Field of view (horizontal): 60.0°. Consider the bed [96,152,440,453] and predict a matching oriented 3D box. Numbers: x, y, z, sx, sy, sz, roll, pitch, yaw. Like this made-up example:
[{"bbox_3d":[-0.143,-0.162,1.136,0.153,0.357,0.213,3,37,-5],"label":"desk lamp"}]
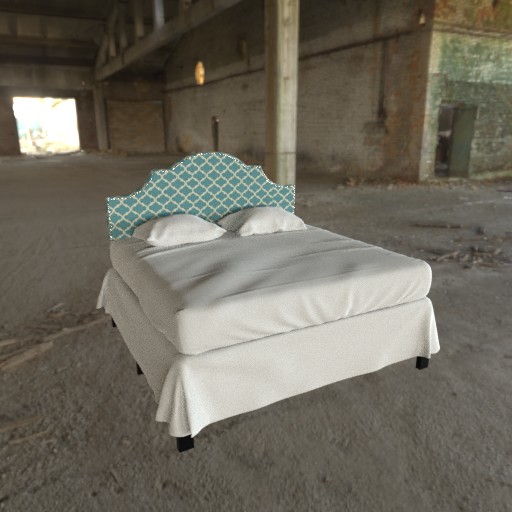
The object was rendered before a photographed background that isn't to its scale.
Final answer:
[{"bbox_3d":[0.000,0.000,3.667,2.314,1.601,2.222,-8,18,-27],"label":"bed"}]
